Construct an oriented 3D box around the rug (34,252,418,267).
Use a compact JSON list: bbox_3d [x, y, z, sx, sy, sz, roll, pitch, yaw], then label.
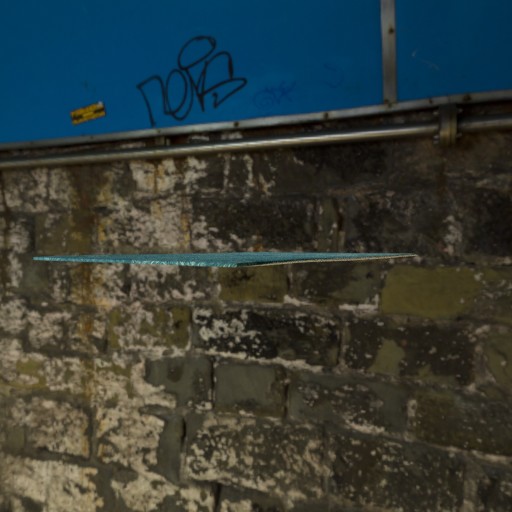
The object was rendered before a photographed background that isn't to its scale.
[{"bbox_3d":[0.000,0.000,2.261,1.136,0.017,1.728,1,2,36],"label":"rug"}]
